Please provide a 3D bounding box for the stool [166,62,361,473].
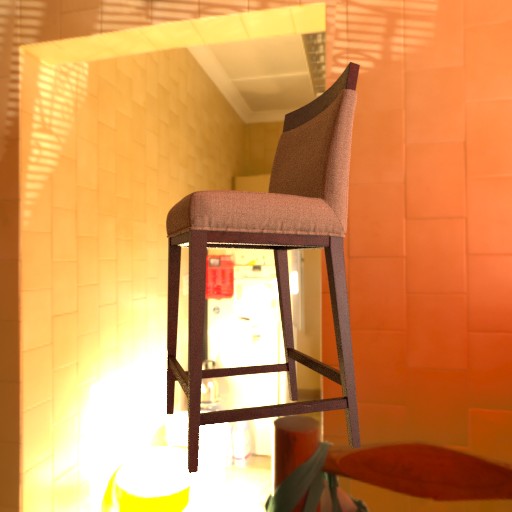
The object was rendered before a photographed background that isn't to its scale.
[{"bbox_3d":[0.000,0.000,1.305,0.480,1.011,0.463,0,0,-18],"label":"stool"}]
